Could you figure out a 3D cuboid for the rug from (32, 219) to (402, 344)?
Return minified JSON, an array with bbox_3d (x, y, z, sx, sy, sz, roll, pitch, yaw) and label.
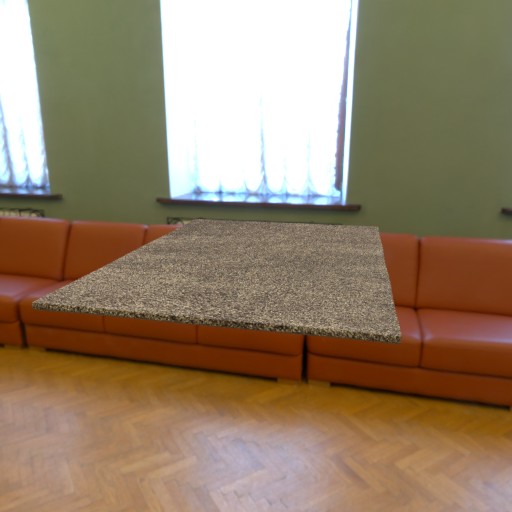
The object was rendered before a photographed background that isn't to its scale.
[{"bbox_3d":[0.000,0.000,2.124,1.198,0.025,1.601,3,16,12],"label":"rug"}]
